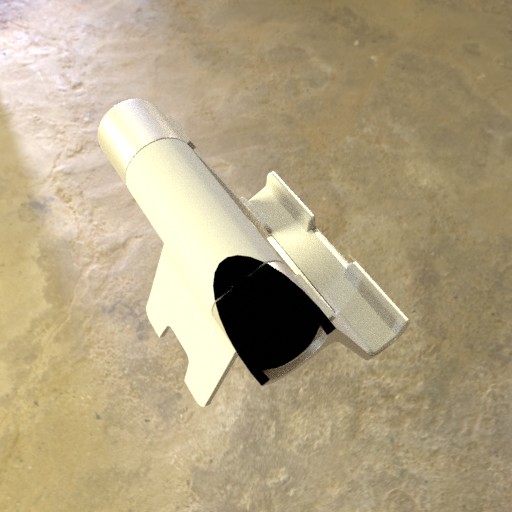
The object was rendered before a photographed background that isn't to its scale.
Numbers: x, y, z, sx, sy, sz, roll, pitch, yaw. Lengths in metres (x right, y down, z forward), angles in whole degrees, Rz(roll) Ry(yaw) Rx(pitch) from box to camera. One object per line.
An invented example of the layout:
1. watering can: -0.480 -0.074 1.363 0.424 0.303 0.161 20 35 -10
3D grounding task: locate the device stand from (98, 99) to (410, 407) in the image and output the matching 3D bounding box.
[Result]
1. device stand: 0.000 0.000 0.149 0.079 0.084 0.086 -29 63 -17
